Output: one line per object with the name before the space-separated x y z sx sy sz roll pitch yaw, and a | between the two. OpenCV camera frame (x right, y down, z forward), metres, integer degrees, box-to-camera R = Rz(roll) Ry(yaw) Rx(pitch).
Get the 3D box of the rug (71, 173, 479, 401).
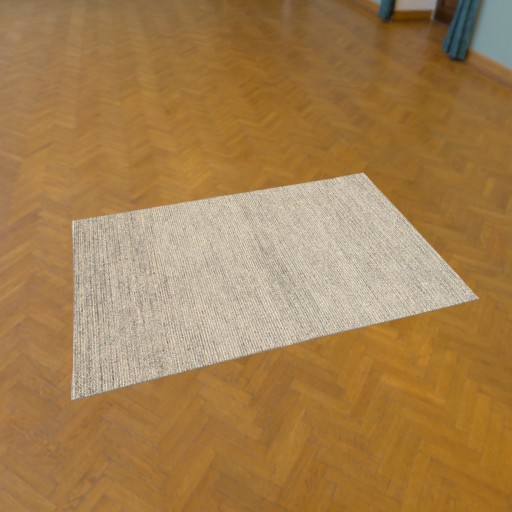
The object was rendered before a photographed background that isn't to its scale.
rug | 0.000 0.000 2.255 1.804 0.022 1.162 -11 43 -12
